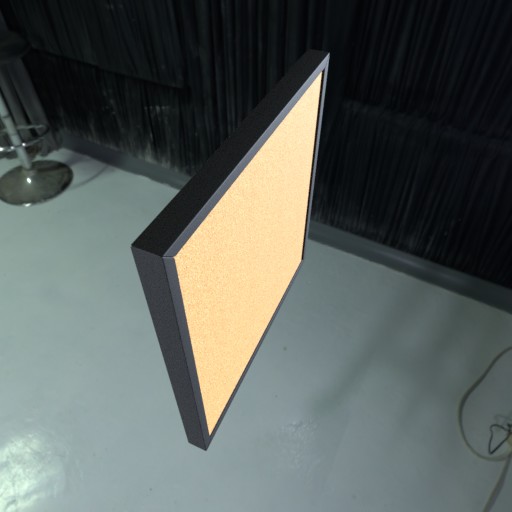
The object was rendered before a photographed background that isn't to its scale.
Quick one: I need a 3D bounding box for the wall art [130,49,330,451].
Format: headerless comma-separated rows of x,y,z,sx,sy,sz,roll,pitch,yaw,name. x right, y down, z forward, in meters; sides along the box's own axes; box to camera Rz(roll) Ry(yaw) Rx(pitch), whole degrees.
0.000,0.000,0.765,0.037,0.508,0.508,18,50,16,wall art
